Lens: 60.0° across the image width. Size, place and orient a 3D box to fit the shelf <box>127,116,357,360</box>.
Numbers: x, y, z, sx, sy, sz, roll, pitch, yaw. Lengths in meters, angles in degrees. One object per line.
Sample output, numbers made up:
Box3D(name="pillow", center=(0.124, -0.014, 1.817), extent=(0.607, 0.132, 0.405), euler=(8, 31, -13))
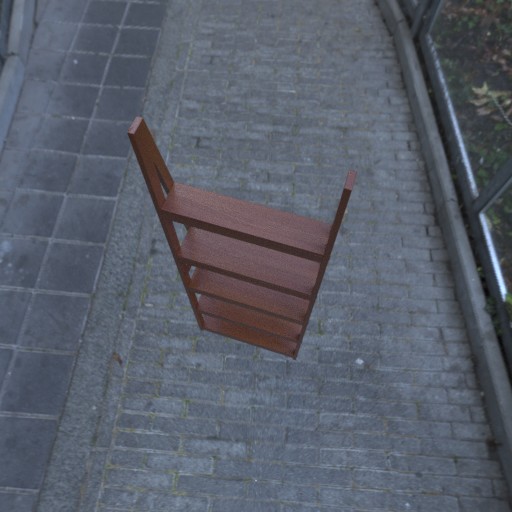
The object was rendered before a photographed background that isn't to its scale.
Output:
Box3D(name="shelf", center=(0.000, 0.000, 2.034), extent=(0.630, 1.780, 0.356), euler=(16, 64, 8))
